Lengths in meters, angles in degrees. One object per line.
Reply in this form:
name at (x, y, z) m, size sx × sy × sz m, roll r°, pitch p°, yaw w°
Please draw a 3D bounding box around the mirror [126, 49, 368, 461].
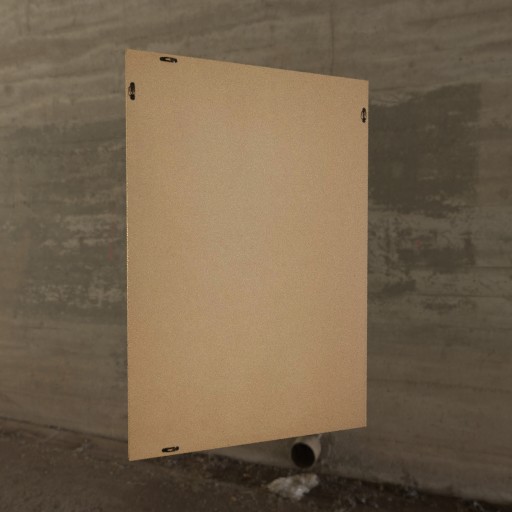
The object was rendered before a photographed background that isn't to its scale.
mirror at (0.000, 0.000, 1.092) m, size 0.609 × 0.915 × 0.041 m, roll 0°, pitch 1°, yaw -18°
